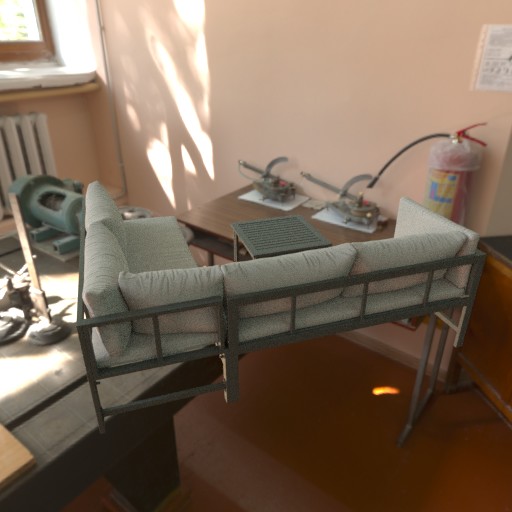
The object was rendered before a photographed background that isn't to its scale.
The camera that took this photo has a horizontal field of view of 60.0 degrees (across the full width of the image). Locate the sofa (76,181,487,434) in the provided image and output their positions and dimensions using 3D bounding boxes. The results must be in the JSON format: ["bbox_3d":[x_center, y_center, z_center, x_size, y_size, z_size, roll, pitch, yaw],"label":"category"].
[{"bbox_3d":[0.000,0.000,2.917,2.096,0.758,1.658,-9,28,-16],"label":"sofa"}]
